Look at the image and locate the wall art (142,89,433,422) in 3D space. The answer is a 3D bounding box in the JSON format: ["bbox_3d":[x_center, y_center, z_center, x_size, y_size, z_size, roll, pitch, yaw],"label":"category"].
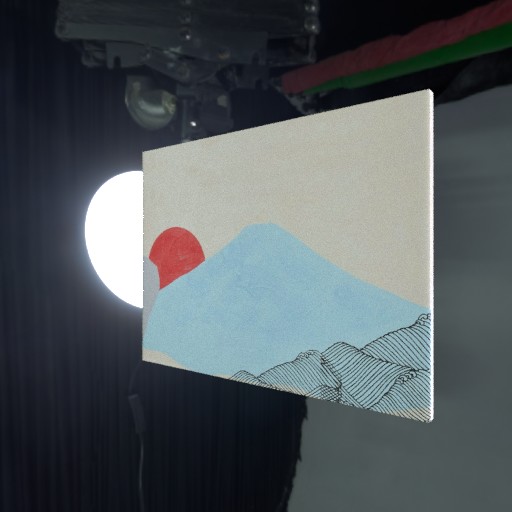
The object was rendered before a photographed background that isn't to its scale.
[{"bbox_3d":[0.000,0.000,1.594,1.219,0.912,0.042,0,0,37],"label":"wall art"}]
